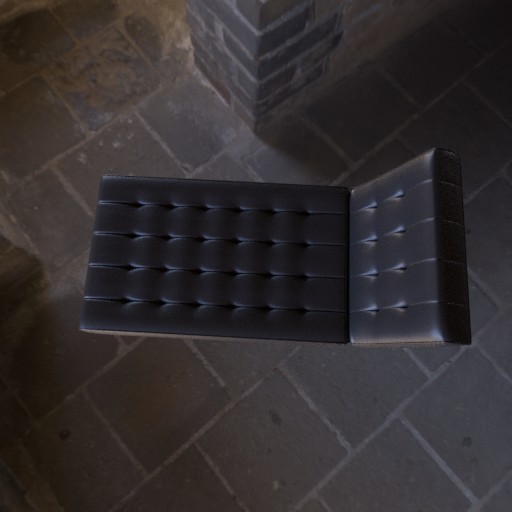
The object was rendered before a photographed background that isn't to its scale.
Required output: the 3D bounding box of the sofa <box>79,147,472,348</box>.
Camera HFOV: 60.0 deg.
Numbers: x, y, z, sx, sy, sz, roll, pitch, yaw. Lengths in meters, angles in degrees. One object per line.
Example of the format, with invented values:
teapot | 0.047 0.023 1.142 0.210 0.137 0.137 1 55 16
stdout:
sofa | 0.000 0.000 1.995 1.560 0.820 0.760 3 76 1
